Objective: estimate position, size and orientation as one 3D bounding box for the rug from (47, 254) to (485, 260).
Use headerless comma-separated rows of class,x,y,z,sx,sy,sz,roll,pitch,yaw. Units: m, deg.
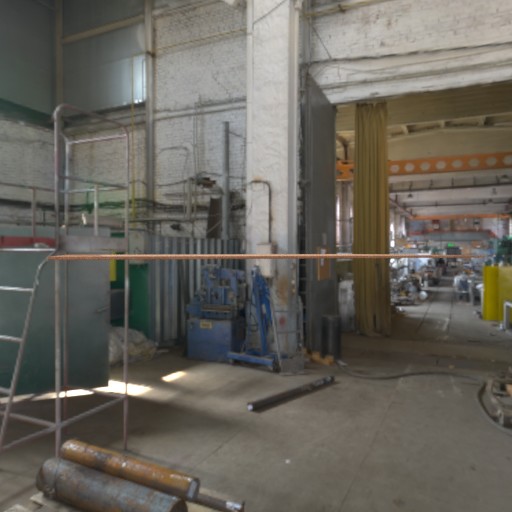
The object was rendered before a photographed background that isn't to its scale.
rug,0.000,0.000,3.000,2.438,0.014,1.524,0,1,-20
